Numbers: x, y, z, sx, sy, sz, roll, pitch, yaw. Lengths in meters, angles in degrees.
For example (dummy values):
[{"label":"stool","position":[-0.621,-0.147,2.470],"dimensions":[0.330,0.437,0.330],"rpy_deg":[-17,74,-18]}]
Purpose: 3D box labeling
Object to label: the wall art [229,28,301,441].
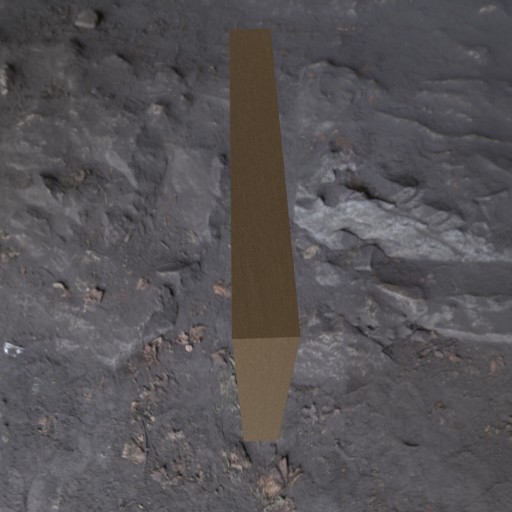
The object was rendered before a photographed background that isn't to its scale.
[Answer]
[{"label":"wall art","position":[0.000,0.000,0.457],"dimensions":[0.038,0.305,0.304],"rpy_deg":[-2,57,-1]}]
